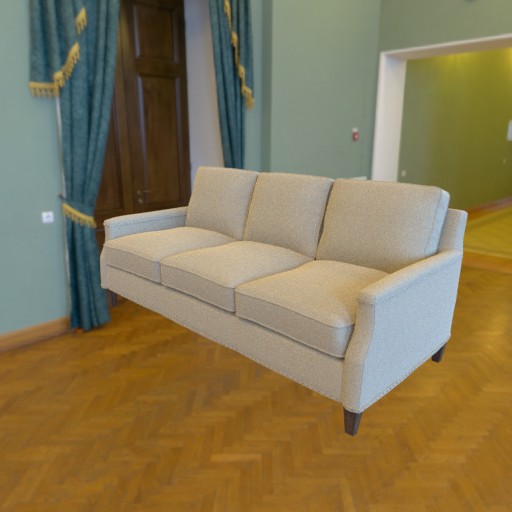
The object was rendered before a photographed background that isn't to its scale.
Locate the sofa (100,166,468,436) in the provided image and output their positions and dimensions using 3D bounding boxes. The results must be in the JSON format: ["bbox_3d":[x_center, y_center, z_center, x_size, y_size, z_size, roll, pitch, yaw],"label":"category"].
[{"bbox_3d":[0.000,0.000,2.844,2.246,1.003,1.084,15,22,42],"label":"sofa"}]
